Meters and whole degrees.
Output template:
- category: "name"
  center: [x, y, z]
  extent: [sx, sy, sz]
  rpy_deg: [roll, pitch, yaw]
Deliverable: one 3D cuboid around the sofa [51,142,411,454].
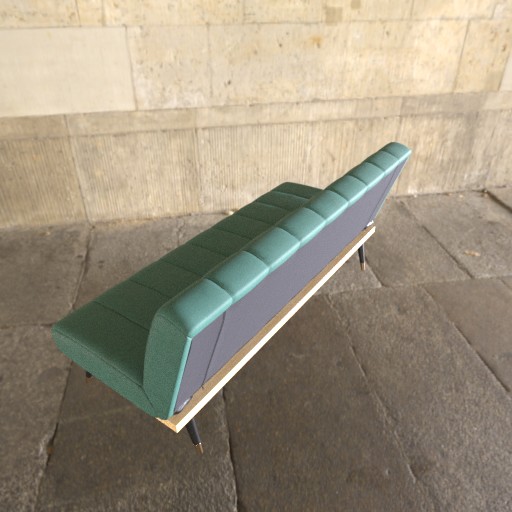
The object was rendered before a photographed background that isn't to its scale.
- category: "sofa"
  center: [0.000, 0.000, 2.217]
  extent: [0.830, 0.820, 1.810]
  rpy_deg: [21, 39, 29]
